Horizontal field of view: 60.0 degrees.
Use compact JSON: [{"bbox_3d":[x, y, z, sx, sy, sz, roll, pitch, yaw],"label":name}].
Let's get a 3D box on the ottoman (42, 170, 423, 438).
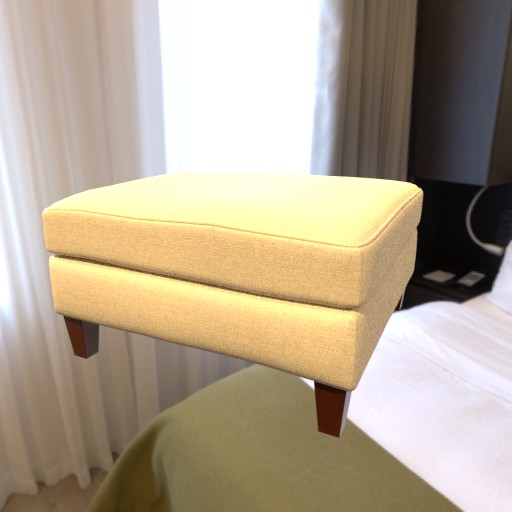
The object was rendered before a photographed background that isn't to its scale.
[{"bbox_3d":[0.000,0.000,1.336,0.838,0.478,0.838,8,19,25],"label":"ottoman"}]
